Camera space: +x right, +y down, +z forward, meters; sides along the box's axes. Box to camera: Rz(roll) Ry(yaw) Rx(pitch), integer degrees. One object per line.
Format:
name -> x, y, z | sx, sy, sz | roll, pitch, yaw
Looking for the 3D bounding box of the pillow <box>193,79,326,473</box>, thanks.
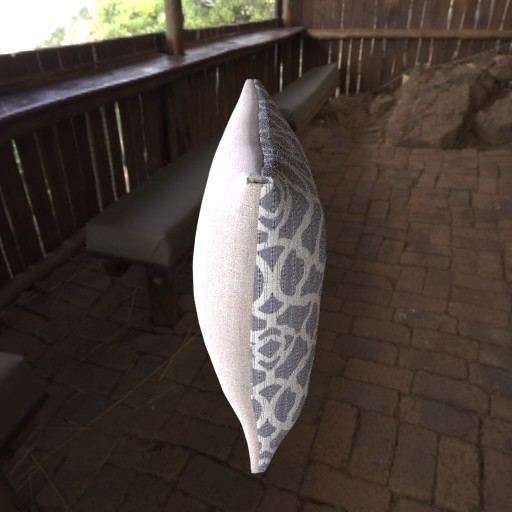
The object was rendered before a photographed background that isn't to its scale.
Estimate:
pillow -> 0.000, 0.000, 0.782 | 0.215, 0.498, 0.508 | -1, 32, -1
